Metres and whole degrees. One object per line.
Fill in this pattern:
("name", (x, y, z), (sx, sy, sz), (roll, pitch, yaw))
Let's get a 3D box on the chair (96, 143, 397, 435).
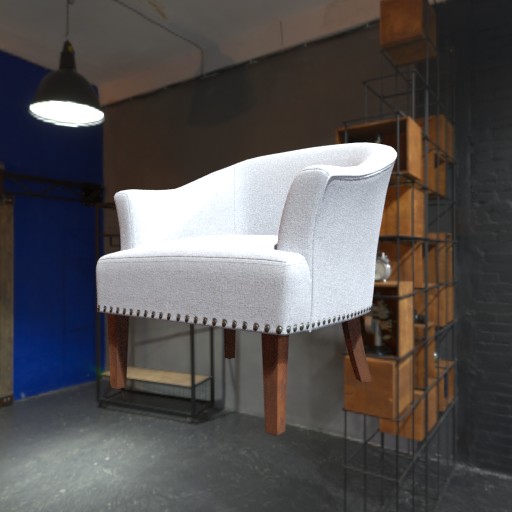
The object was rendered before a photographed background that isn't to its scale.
("chair", (0.000, 0.000, 1.417), (0.798, 0.815, 0.704), (0, 0, 37))
